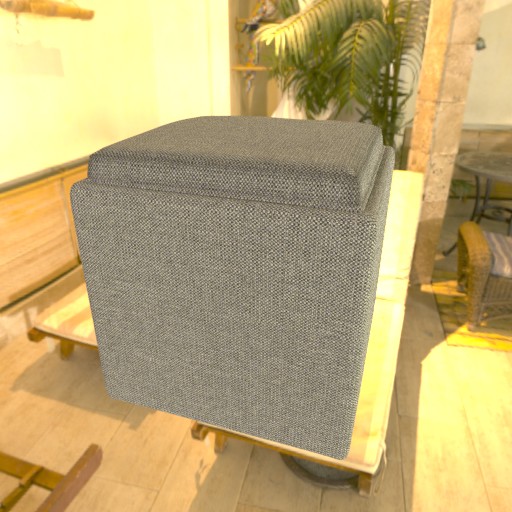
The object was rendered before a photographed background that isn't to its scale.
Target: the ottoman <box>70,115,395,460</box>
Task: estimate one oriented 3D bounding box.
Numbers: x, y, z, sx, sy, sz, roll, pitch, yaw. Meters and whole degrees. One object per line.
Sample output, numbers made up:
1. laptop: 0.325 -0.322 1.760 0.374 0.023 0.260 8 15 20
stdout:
1. ottoman: 0.000 0.000 0.853 0.454 0.487 0.436 8 27 17
